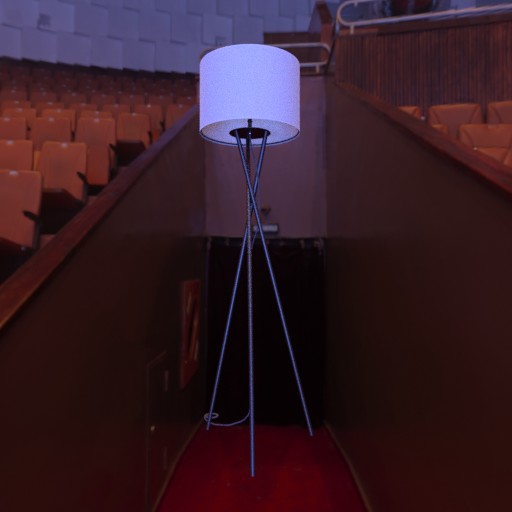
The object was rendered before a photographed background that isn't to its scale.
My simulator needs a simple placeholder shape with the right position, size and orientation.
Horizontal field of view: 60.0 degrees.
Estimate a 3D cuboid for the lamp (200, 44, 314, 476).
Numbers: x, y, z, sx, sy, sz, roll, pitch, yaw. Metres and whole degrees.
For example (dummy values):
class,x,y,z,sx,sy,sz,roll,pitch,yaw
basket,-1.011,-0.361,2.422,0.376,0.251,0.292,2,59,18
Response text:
class,x,y,z,sx,sy,sz,roll,pitch,yaw
lamp,0.000,0.000,1.952,0.522,1.624,0.667,0,0,0
